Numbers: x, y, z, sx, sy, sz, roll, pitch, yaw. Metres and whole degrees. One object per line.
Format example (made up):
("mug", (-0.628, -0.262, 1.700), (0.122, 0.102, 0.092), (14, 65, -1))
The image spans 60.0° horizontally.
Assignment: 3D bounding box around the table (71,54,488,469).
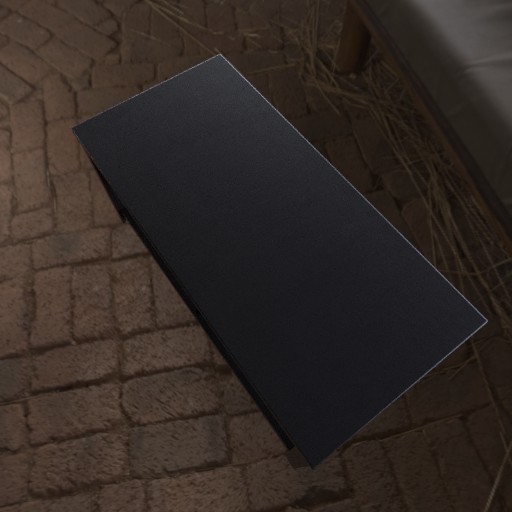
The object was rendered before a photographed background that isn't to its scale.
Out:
("table", (0.000, 0.000, 1.266), (0.483, 0.457, 1.016), (-33, 68, -15))
